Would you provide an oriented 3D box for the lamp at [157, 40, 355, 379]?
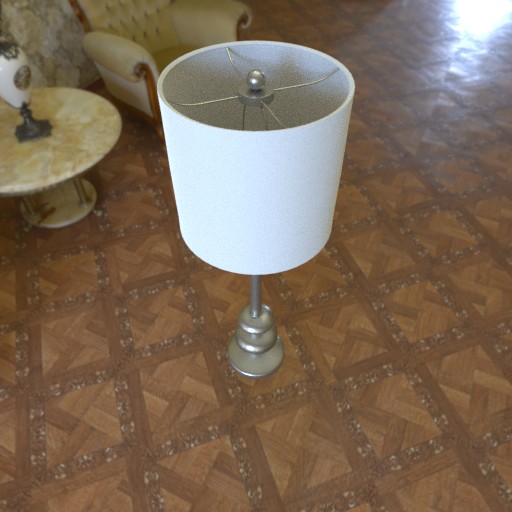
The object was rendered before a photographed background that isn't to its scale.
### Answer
[{"bbox_3d":[0.000,0.000,0.815,0.254,0.690,0.254,-16,49,-14],"label":"lamp"}]
